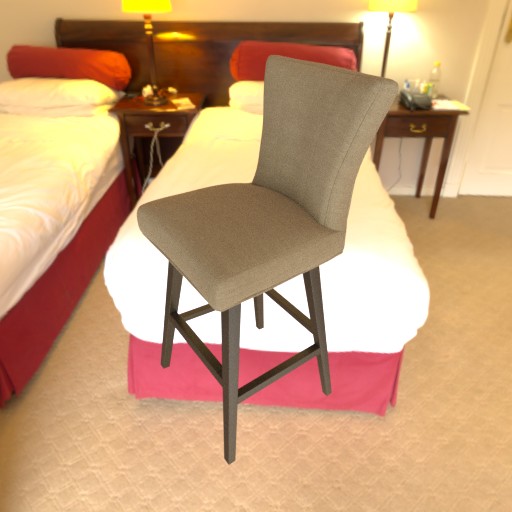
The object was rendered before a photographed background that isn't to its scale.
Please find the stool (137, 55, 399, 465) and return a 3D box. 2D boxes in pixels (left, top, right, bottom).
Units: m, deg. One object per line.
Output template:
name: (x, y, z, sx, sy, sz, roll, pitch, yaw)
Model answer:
stool: (0.000, 0.000, 1.406, 0.574, 1.086, 0.514, -20, 38, -28)
